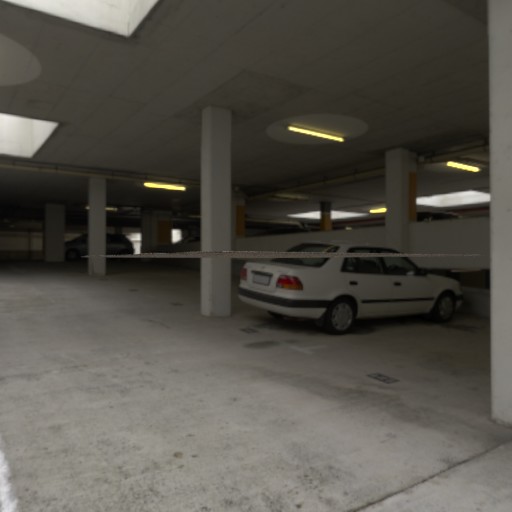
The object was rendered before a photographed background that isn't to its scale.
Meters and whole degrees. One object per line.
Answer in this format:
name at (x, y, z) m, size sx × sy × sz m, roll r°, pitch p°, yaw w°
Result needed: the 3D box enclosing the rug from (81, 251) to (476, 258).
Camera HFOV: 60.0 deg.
rug at (0.000, 0.000, 3.992) m, size 2.371 × 0.012 × 3.000 m, roll 0°, pitch -1°, yaw -35°
